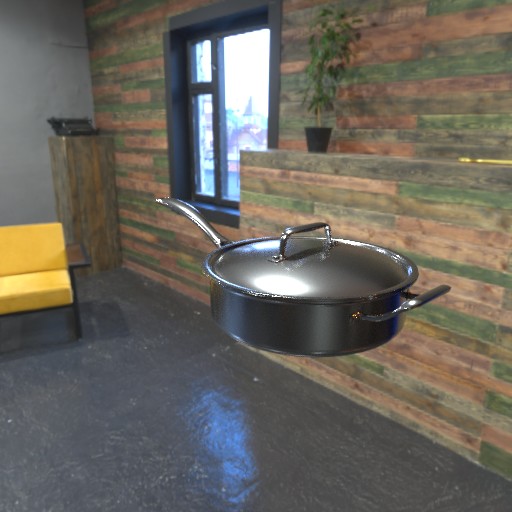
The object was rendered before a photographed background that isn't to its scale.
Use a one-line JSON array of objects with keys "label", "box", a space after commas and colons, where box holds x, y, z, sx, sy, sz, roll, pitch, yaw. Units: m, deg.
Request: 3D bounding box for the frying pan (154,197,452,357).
[{"label": "frying pan", "box": [0.000, 0.000, 0.583, 0.245, 0.111, 0.492, -14, 21, -40]}]
